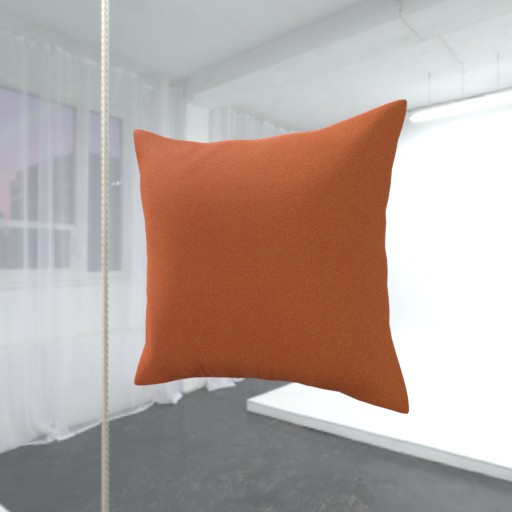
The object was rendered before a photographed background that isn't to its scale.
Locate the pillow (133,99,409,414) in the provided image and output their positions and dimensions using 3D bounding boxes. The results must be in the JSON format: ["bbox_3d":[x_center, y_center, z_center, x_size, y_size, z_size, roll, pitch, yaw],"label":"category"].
[{"bbox_3d":[0.000,0.000,0.697,0.453,0.444,0.169,0,-1,19],"label":"pillow"}]
